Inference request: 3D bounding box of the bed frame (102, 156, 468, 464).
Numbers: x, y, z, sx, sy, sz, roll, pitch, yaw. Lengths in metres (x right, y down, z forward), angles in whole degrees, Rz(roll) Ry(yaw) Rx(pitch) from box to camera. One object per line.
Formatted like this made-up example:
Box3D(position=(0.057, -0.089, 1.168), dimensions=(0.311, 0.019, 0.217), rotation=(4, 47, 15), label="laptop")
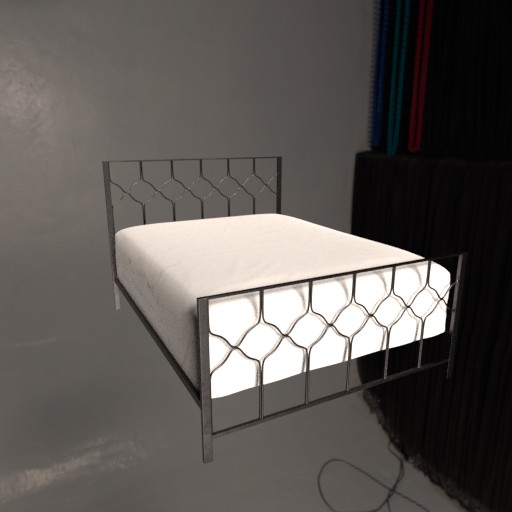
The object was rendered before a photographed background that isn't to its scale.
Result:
Box3D(position=(0.000, 0.000, 3.052), dimensions=(1.597, 1.222, 2.063), rotation=(-8, 17, -27), label="bed frame")
